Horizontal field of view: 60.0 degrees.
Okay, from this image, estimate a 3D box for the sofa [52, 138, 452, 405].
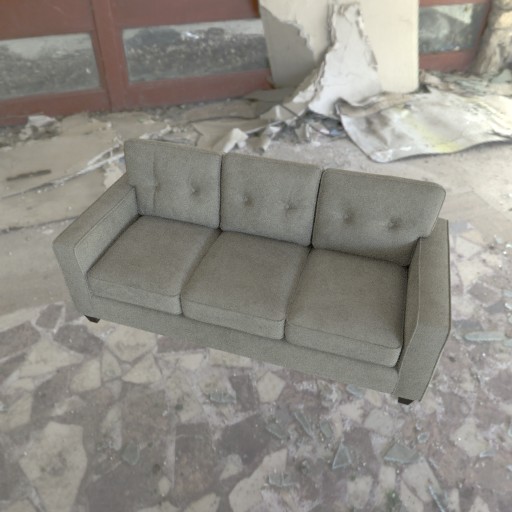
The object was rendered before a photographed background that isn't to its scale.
[{"bbox_3d":[0.000,0.000,2.643,2.133,0.965,0.939,12,42,13],"label":"sofa"}]
